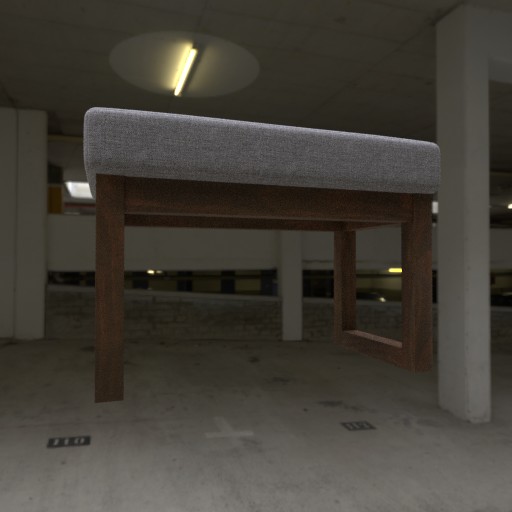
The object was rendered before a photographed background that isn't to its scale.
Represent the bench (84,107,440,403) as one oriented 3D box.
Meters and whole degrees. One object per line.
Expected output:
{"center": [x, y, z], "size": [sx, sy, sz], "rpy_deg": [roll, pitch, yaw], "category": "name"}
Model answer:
{"center": [0.000, 0.000, 0.955], "size": [0.681, 0.467, 0.366], "rpy_deg": [0, -1, -19], "category": "bench"}
